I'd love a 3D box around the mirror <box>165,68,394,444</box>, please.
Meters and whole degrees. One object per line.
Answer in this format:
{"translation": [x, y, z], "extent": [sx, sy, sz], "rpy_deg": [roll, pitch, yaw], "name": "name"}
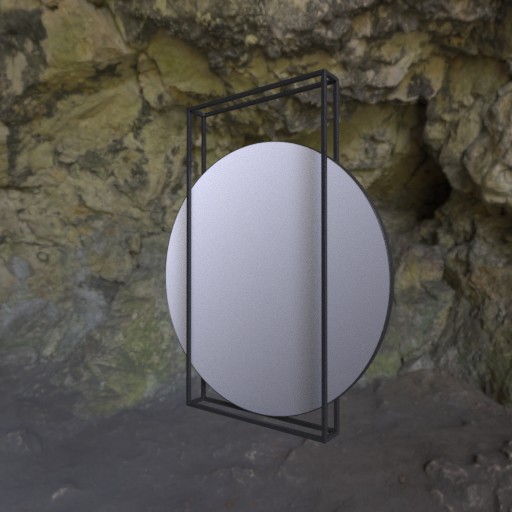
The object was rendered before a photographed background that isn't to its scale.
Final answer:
{"translation": [0.000, 0.000, 0.826], "extent": [0.508, 0.603, 0.051], "rpy_deg": [0, -1, 37], "name": "mirror"}
